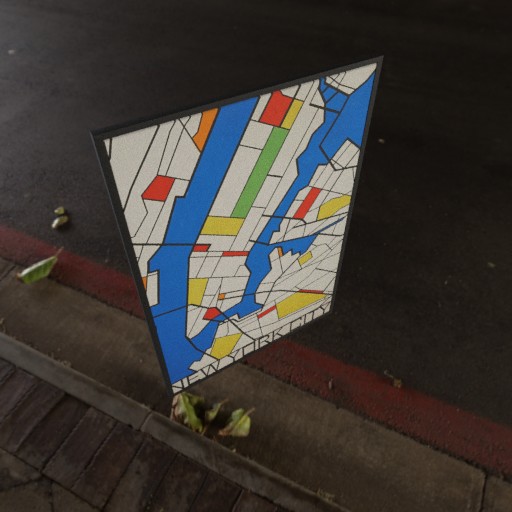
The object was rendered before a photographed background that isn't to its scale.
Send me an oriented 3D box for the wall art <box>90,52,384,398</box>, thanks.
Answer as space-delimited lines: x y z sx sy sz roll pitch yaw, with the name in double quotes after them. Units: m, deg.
0.000 0.000 0.842 0.457 0.657 0.013 -24 50 -21 "wall art"
